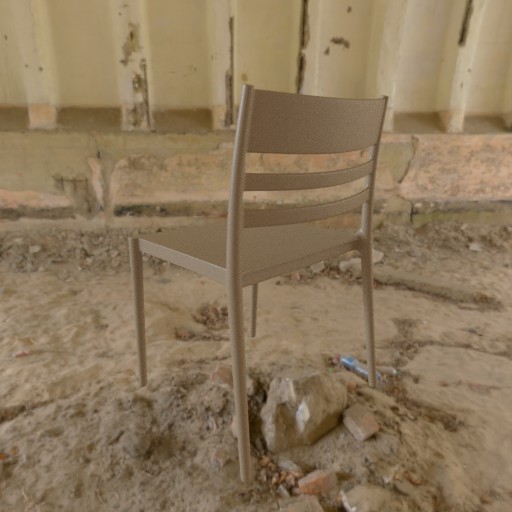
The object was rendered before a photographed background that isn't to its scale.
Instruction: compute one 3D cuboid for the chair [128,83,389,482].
[{"bbox_3d":[0.000,0.000,1.167,0.531,0.800,0.511,-16,23,-42],"label":"chair"}]
